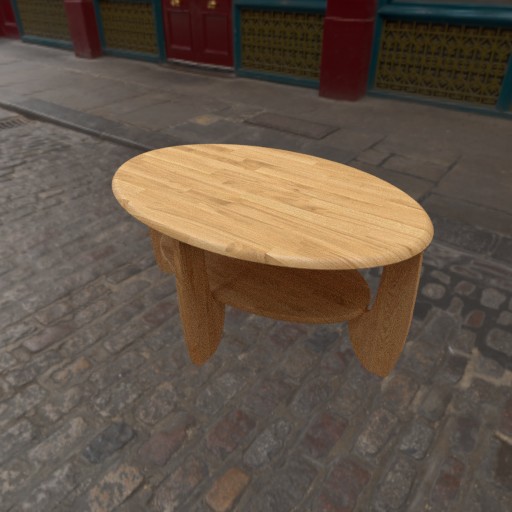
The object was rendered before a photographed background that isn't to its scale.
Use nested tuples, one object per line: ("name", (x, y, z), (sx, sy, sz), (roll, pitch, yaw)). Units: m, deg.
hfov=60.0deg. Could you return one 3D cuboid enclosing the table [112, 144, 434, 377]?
("table", (0.000, 0.000, 1.453), (1.040, 0.490, 0.690), (22, 38, 30))
